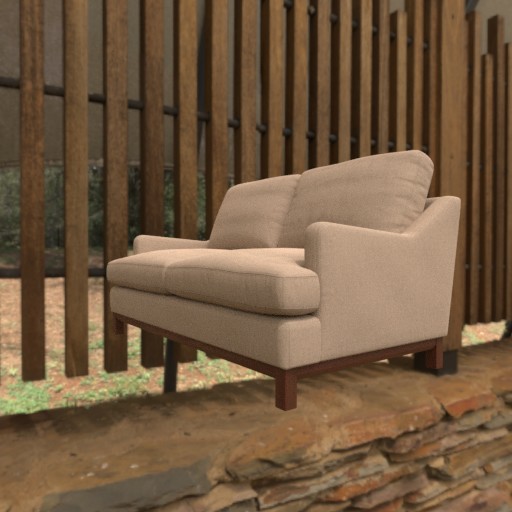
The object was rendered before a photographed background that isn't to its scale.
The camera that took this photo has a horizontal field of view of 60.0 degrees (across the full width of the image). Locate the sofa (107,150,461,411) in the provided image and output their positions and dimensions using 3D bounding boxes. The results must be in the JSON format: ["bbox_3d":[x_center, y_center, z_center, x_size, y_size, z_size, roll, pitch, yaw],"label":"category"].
[{"bbox_3d":[0.000,0.000,2.218,1.004,0.910,1.619,0,1,-36],"label":"sofa"}]
